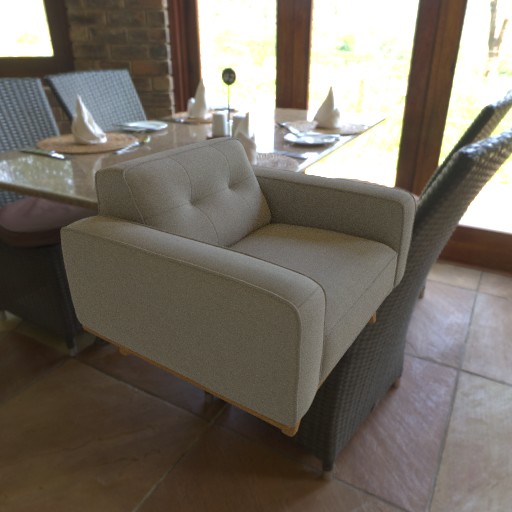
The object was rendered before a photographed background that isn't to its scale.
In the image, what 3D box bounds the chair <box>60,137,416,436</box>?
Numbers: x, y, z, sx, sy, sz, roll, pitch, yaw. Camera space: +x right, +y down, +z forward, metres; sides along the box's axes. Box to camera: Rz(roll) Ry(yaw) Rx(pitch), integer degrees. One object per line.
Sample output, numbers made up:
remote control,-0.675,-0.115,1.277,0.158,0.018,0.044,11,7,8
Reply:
chair,0.000,0.000,1.771,0.953,0.779,1.115,15,30,29
